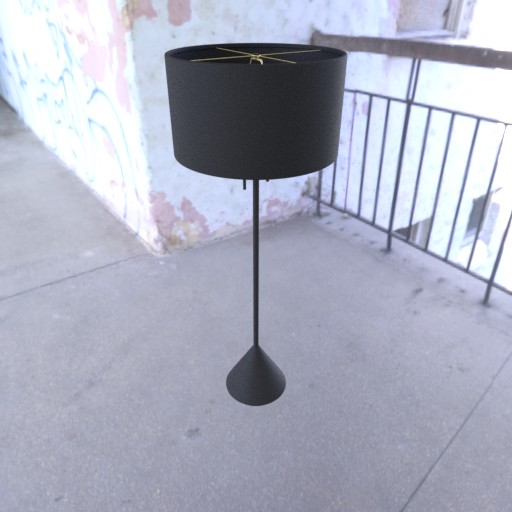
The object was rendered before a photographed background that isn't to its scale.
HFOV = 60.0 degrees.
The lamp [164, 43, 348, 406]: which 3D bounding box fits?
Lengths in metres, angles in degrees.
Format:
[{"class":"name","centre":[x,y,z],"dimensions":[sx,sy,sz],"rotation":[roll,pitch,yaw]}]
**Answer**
[{"class":"lamp","centre":[0.000,0.000,1.812],"dimensions":[0.580,1.526,0.580],"rotation":[-19,35,-28]}]
